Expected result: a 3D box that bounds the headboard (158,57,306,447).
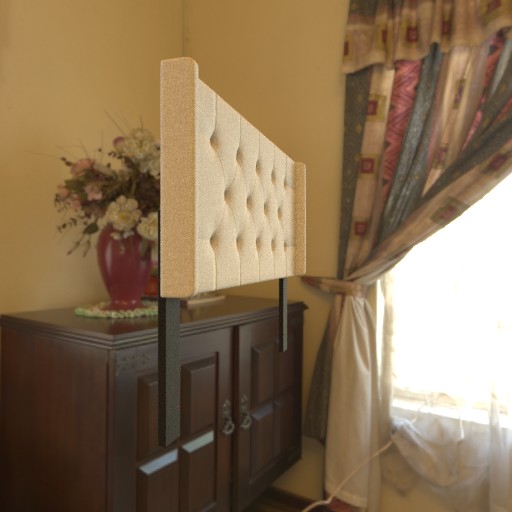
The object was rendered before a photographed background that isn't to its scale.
[{"bbox_3d":[0.000,0.000,2.679,0.184,1.524,2.051,0,0,18],"label":"headboard"}]
